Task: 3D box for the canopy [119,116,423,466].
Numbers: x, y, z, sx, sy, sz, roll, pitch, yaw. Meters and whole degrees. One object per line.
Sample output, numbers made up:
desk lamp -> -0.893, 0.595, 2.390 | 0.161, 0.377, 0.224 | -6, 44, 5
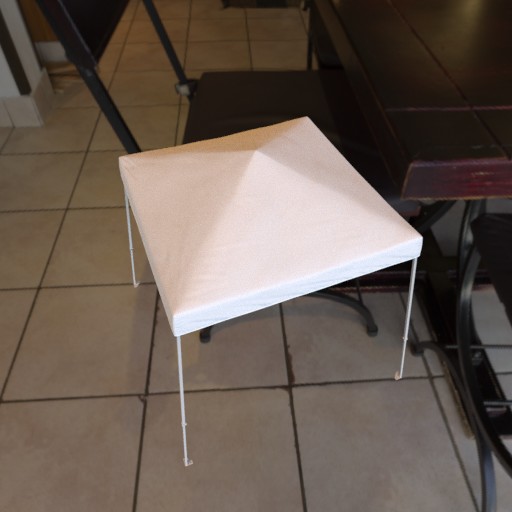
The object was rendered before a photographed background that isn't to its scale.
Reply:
canopy -> 0.000, 0.000, 5.142 | 2.848, 2.849, 2.849 | -16, 49, -15
